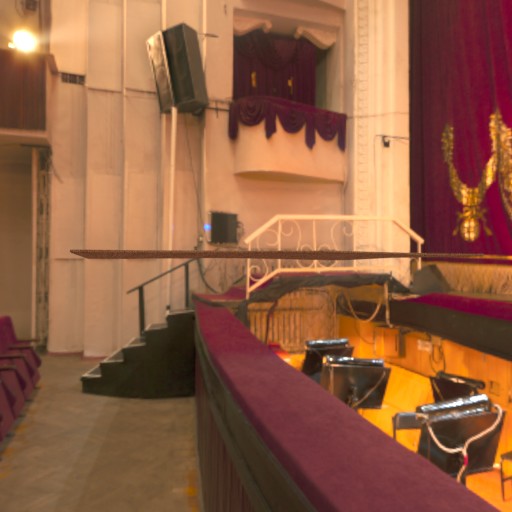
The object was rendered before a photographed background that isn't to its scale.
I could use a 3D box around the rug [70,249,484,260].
[{"bbox_3d":[0.000,0.000,5.112,3.778,0.053,2.873,0,-1,-18],"label":"rug"}]
